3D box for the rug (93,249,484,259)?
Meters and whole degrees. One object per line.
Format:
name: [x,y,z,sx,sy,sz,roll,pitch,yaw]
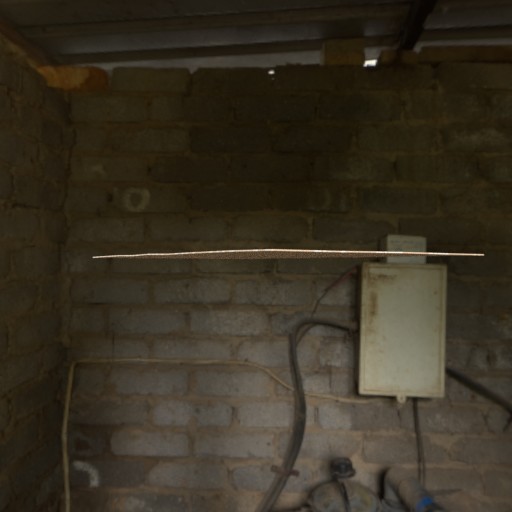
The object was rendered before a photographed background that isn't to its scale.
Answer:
rug: [0.000,0.000,2.246,1.146,0.010,1.745,1,-1,-36]
